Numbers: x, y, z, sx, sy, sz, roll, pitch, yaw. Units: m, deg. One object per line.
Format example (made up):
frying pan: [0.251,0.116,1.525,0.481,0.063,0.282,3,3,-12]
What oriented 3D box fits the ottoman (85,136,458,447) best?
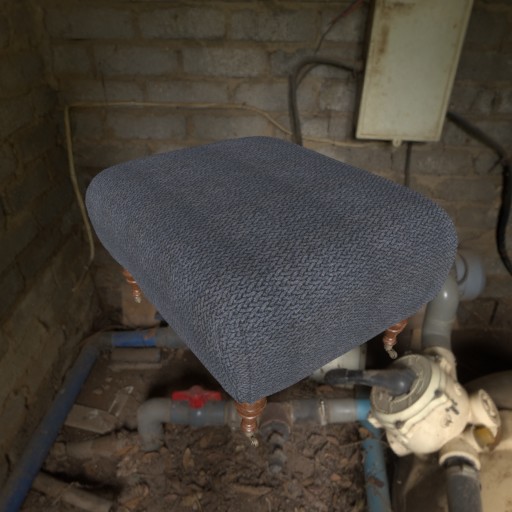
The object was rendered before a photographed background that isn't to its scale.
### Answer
ottoman: [0.000,0.000,1.121,0.622,0.450,0.747,-21,37,-30]
